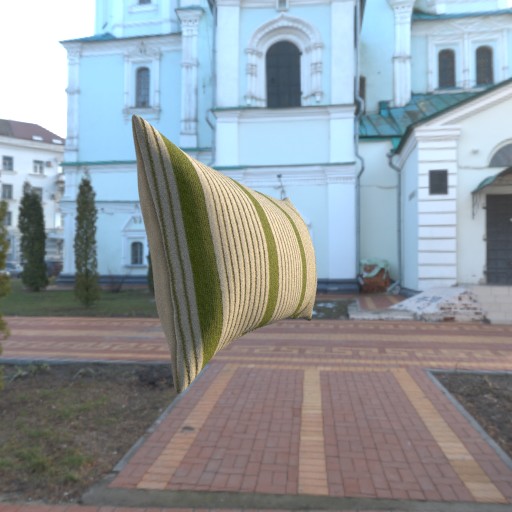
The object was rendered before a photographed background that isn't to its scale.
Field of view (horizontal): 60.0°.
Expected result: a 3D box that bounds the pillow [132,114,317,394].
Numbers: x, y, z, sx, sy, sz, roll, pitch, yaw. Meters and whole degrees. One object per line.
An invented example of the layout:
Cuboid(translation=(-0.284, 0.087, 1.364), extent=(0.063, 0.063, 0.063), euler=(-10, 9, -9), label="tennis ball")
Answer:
Cuboid(translation=(0.000, 0.000, 0.745), extent=(0.156, 0.292, 0.608), euler=(0, -1, 20), label="pillow")
